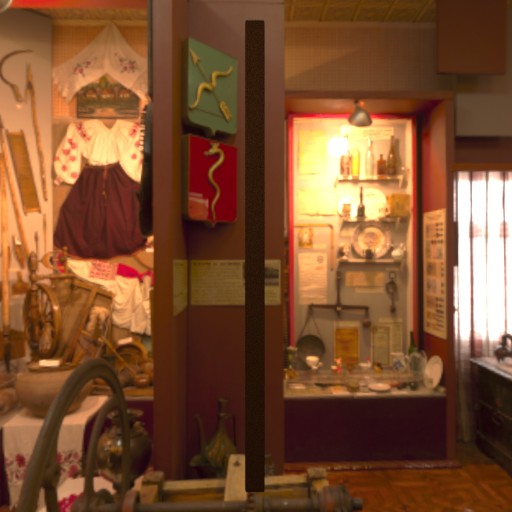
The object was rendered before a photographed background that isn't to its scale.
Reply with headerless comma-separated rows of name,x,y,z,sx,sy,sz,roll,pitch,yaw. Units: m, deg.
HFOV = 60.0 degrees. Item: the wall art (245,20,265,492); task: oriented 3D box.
wall art,0.000,0.000,0.693,0.021,0.509,0.430,0,0,0
